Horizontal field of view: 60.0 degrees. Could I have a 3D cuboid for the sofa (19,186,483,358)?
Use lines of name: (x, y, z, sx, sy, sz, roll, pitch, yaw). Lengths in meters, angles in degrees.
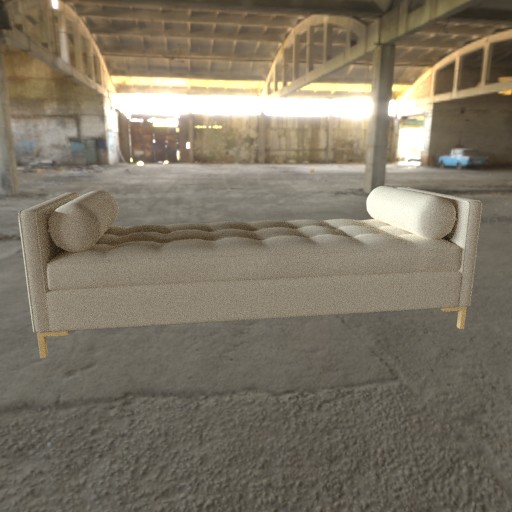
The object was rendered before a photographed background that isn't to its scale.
sofa: (0.000, 0.000, 2.266, 1.985, 0.641, 0.746, -2, 14, -9)
